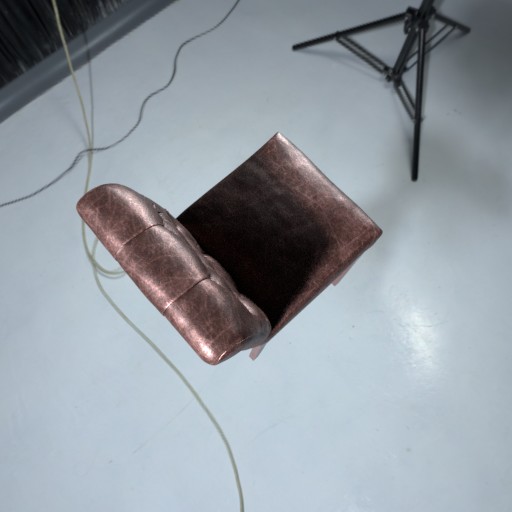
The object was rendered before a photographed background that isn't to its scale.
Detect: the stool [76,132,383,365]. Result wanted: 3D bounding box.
[{"bbox_3d":[0.000,0.000,1.497,0.659,1.168,0.483,-41,78,-11],"label":"stool"}]
